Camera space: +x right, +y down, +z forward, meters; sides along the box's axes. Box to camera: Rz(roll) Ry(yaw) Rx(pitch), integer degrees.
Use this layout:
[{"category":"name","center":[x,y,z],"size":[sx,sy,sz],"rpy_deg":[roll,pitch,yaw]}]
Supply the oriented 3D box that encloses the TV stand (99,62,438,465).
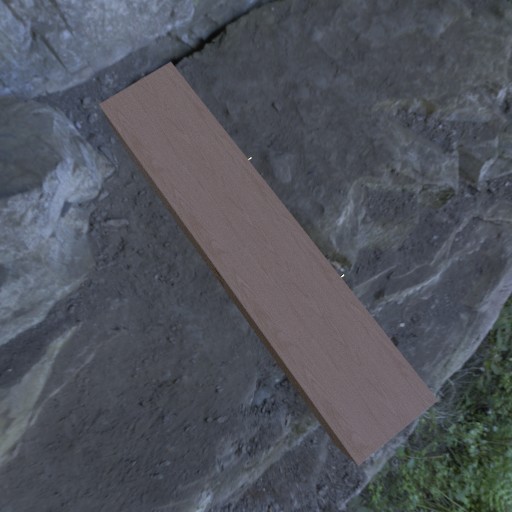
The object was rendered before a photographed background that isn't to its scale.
[{"category":"TV stand","center":[0.000,0.000,2.031],"size":[0.400,0.580,1.760],"rpy_deg":[-35,78,-9]}]
